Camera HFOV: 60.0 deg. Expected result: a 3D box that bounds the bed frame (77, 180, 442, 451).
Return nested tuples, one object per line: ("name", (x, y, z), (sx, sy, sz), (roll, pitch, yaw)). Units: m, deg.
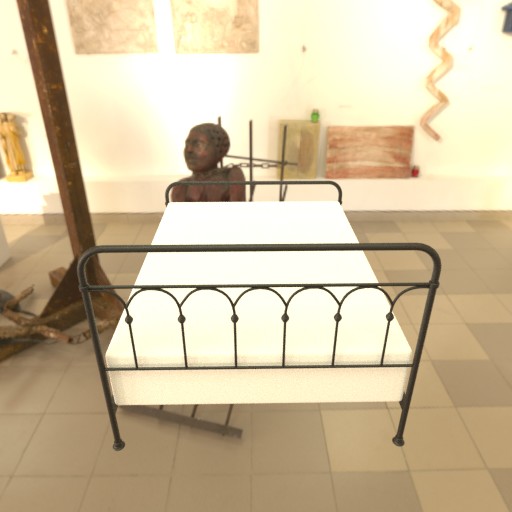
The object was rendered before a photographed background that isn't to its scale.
("bed frame", (0.000, 0.000, 3.162), (1.664, 1.276, 2.203), (0, 29, -1))
